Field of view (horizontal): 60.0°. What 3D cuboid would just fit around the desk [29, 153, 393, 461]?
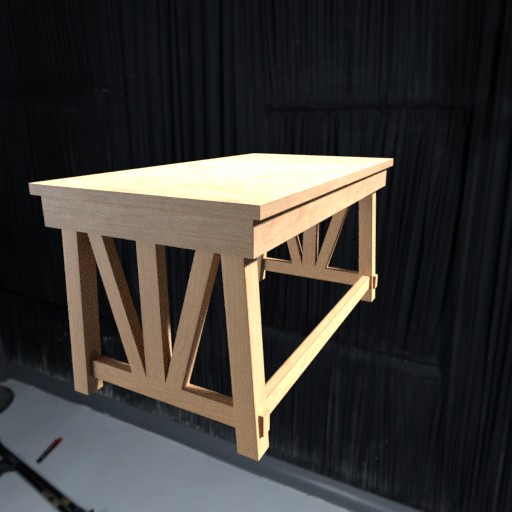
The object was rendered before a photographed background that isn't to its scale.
[{"bbox_3d":[0.000,0.000,1.945,0.813,0.762,1.499,9,19,27],"label":"desk"}]
